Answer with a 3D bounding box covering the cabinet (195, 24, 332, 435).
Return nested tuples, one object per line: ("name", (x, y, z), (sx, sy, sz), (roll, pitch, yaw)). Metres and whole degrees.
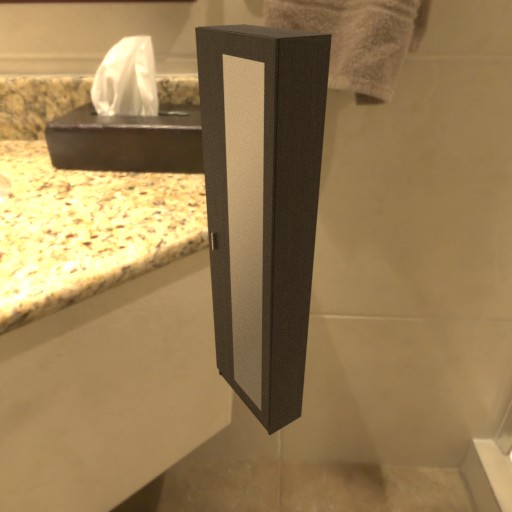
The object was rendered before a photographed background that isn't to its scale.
("cabinet", (0.000, 0.000, 1.967), (0.230, 1.790, 0.500), (-20, 36, -29))
